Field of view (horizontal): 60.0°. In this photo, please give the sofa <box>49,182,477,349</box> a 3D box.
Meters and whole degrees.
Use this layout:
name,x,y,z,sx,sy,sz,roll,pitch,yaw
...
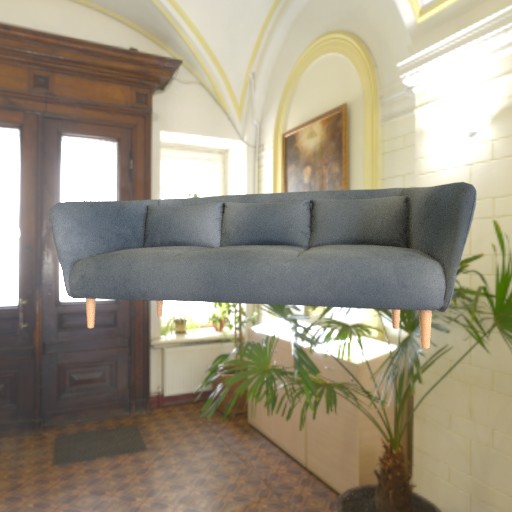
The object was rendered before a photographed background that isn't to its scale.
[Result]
name,x,y,z,sx,sy,sz,roll,pitch,yaw
sofa,0.000,0.000,2.450,2.095,0.795,0.849,0,0,18
